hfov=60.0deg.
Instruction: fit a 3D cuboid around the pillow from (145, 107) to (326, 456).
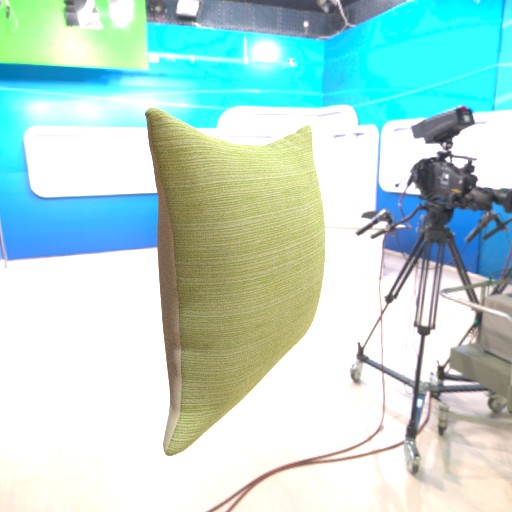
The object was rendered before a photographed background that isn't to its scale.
[{"bbox_3d":[0.000,0.000,0.817,0.229,0.487,0.560,7,15,26],"label":"pillow"}]
